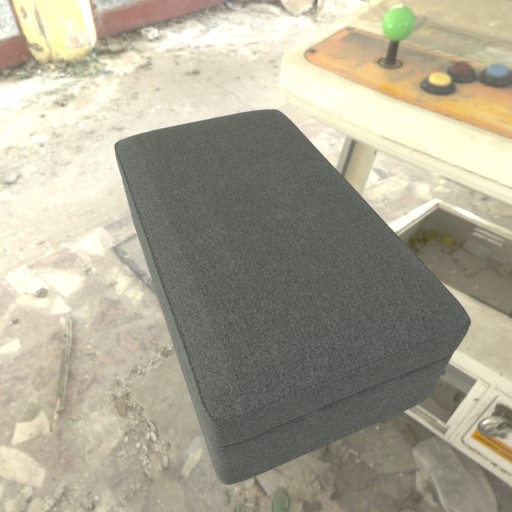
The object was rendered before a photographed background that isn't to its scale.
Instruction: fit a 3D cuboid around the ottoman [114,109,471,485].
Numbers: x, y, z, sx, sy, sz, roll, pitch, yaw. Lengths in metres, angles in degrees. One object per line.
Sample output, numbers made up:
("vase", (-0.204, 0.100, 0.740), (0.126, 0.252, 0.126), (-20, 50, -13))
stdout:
("ottoman", (0.000, 0.000, 1.485), (0.681, 0.494, 1.173), (-16, 48, -15))
